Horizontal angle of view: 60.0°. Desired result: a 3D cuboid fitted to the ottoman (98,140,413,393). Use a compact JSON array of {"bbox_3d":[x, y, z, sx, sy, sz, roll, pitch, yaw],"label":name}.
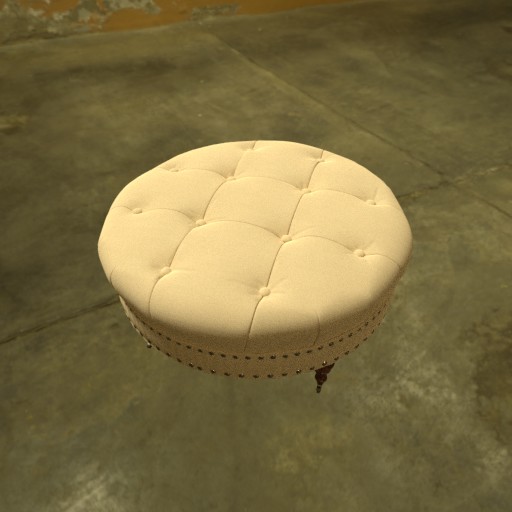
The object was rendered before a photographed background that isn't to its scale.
[{"bbox_3d":[0.000,0.000,1.390,0.901,0.439,0.901,0,40,0],"label":"ottoman"}]
